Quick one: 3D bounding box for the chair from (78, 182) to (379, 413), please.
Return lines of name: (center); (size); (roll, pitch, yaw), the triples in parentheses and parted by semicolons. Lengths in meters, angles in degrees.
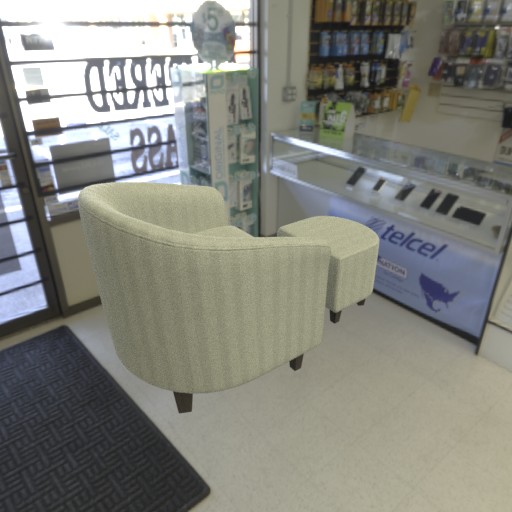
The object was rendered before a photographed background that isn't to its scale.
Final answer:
chair: (0.000, 0.000, 1.827); (1.288, 0.757, 0.756); (-19, 33, -32)
